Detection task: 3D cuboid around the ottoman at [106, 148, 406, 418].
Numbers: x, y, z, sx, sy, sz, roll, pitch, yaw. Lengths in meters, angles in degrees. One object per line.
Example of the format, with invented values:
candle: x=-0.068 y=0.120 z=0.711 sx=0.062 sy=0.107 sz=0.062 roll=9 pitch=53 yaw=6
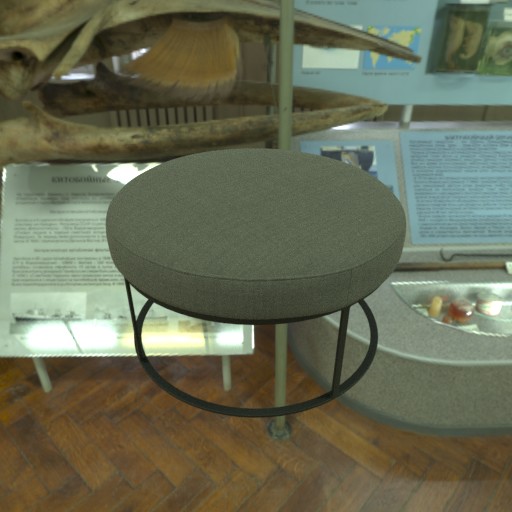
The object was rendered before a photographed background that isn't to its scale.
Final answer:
ottoman: x=0.000 y=0.000 z=1.249 sx=0.772 sy=0.460 sz=0.772 roll=0 pitch=31 yaw=0
